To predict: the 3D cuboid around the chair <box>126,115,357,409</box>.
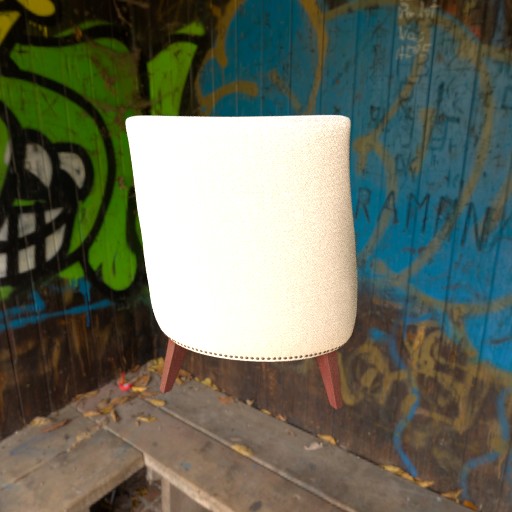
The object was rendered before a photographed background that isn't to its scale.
[{"bbox_3d":[0.000,0.000,1.524,0.701,0.909,0.861,2,17,8],"label":"chair"}]
